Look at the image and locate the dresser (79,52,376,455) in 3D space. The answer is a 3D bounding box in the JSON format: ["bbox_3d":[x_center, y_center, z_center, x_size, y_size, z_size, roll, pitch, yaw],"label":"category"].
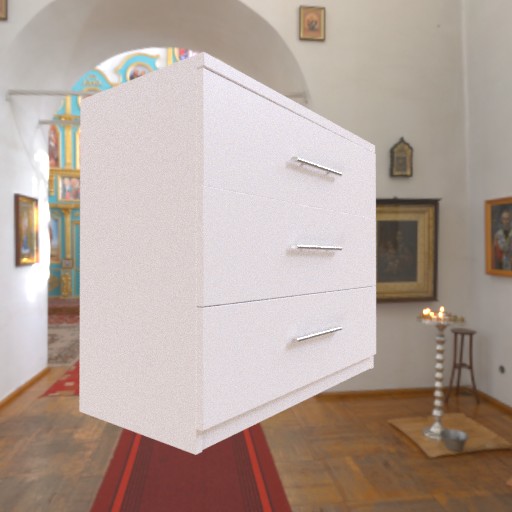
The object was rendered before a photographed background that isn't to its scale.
[{"bbox_3d":[0.000,0.000,1.255,0.420,0.740,0.830,0,-1,37],"label":"dresser"}]
